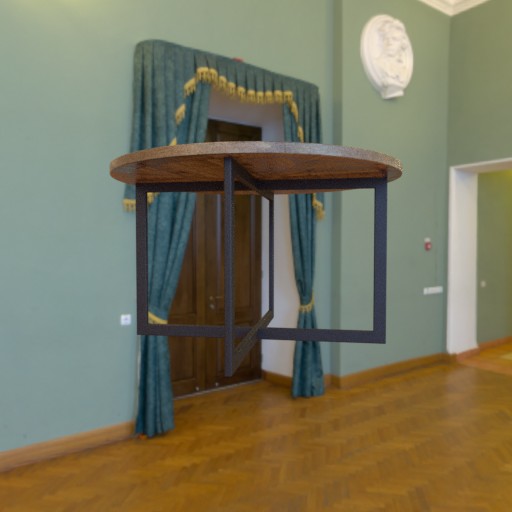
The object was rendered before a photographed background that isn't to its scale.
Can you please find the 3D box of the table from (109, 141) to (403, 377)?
[{"bbox_3d":[0.000,0.000,2.027,1.264,0.762,1.264,0,2,0],"label":"table"}]
